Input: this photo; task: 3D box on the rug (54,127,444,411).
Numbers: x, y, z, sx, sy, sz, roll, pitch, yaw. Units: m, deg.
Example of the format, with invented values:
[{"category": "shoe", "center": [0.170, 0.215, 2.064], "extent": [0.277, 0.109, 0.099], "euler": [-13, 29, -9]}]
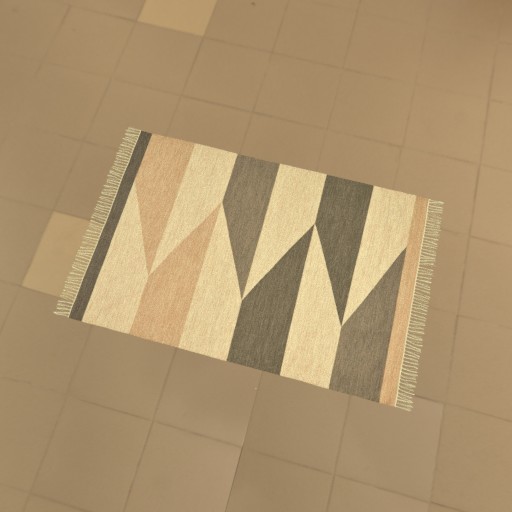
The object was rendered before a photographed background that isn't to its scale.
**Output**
[{"category": "rug", "center": [0.000, 0.000, 2.553], "extent": [2.021, 0.027, 1.224], "euler": [14, 74, 4]}]
